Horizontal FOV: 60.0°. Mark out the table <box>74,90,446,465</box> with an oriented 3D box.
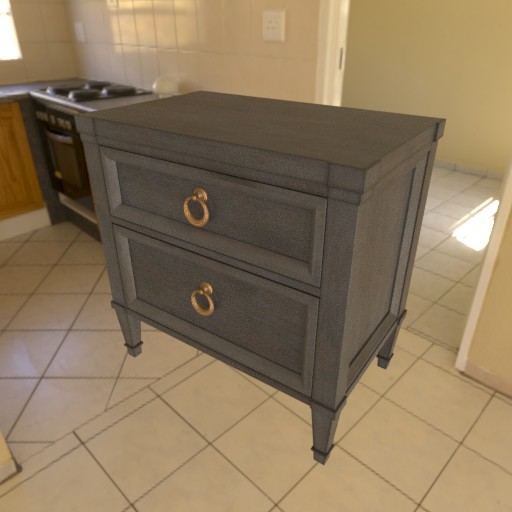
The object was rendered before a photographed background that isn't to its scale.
[{"bbox_3d":[0.000,0.000,1.080,0.660,0.660,0.413,19,34,30],"label":"table"}]
